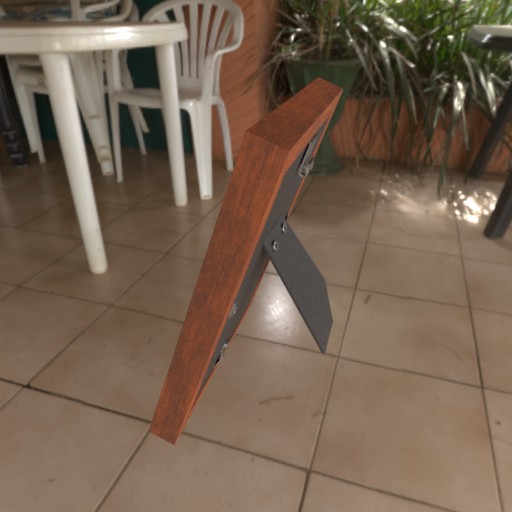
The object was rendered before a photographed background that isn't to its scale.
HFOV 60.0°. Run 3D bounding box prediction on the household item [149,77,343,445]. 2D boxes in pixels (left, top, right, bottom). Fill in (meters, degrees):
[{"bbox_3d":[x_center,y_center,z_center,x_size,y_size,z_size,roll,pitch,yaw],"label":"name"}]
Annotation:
[{"bbox_3d":[0.000,0.000,0.294,0.096,0.204,0.160,9,30,15],"label":"household item"}]
